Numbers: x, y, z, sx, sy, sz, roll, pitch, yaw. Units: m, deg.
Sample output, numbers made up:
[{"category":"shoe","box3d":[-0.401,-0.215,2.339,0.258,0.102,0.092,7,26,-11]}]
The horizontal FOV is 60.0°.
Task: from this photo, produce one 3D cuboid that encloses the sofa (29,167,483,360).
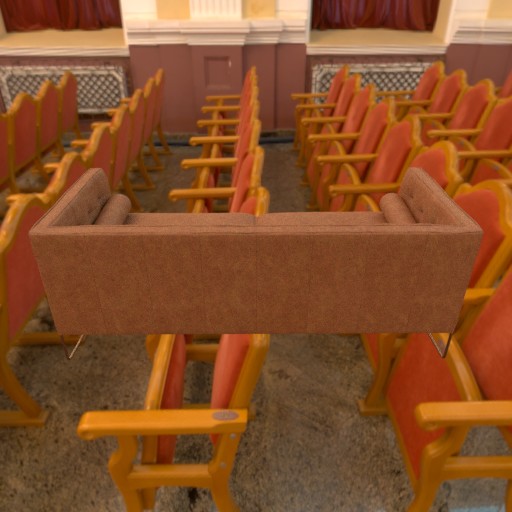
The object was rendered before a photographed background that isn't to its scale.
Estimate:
[{"category":"sofa","box3d":[0.000,0.000,2.567,2.079,0.798,0.912,0,31,0]}]
